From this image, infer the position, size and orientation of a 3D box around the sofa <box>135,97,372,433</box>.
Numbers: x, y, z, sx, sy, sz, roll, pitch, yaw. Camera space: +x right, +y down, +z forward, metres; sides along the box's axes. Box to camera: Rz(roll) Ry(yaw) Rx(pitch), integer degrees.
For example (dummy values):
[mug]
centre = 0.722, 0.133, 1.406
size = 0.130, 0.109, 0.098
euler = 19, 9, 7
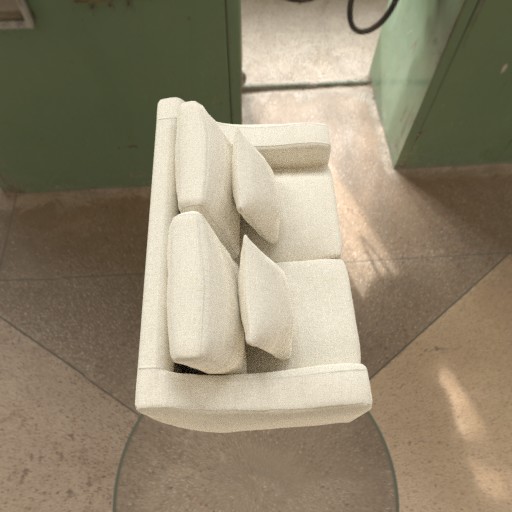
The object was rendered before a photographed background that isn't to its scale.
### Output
[sofa]
centre = 0.000, 0.000, 2.442
size = 1.040, 1.047, 1.744
euler = -2, 62, -1
